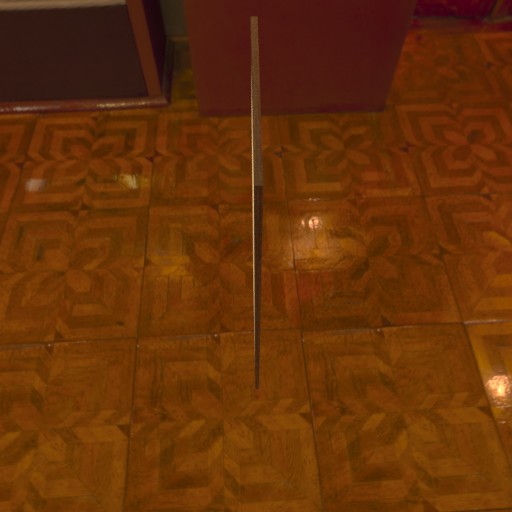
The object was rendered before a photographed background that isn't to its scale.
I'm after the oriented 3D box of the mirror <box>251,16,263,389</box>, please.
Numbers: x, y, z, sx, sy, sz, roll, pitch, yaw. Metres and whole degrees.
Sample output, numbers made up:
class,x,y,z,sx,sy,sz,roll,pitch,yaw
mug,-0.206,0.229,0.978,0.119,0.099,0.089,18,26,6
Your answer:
class,x,y,z,sx,sy,sz,roll,pitch,yaw
mirror,0.000,0.000,2.280,0.025,2.032,0.812,-1,58,-1
